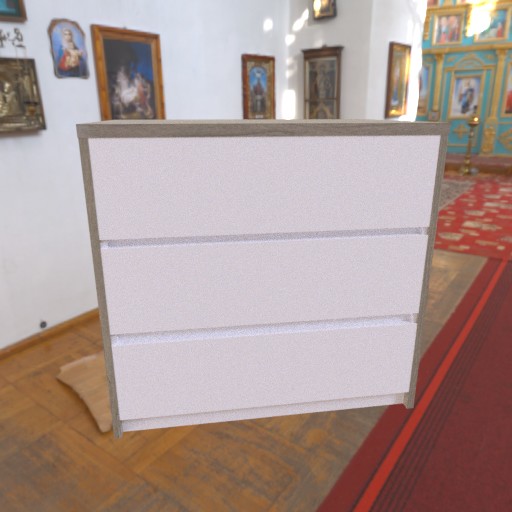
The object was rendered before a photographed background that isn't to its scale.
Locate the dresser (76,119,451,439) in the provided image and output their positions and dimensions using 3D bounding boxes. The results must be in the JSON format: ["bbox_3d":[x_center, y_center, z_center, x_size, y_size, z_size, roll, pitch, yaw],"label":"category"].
[{"bbox_3d":[0.000,0.000,1.308,0.809,0.762,0.529,-3,18,-8],"label":"dresser"}]
